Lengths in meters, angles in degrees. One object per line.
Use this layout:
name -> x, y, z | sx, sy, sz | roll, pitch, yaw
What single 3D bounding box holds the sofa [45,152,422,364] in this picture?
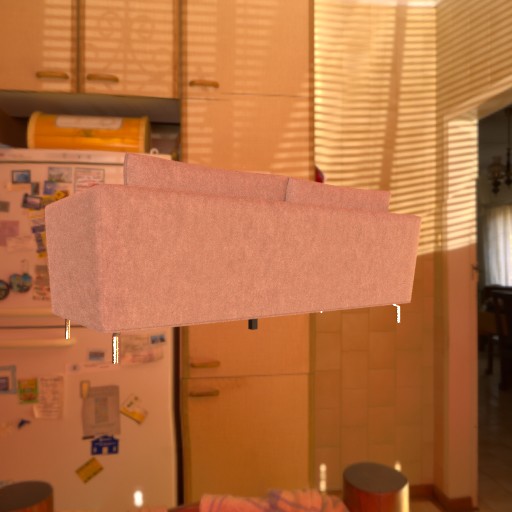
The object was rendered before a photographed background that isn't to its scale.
sofa -> 0.000, 0.000, 2.597 | 2.121, 0.864, 0.889 | 0, -1, -37
